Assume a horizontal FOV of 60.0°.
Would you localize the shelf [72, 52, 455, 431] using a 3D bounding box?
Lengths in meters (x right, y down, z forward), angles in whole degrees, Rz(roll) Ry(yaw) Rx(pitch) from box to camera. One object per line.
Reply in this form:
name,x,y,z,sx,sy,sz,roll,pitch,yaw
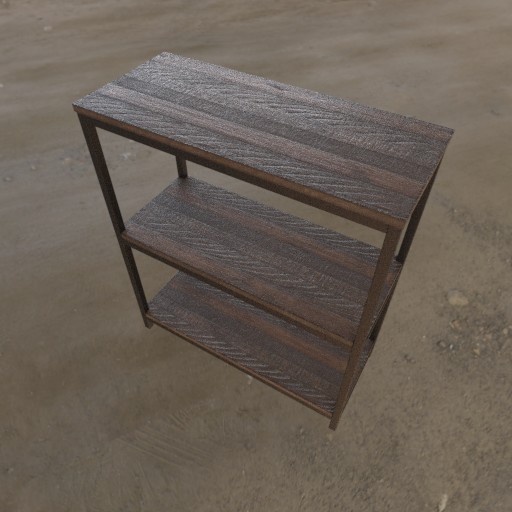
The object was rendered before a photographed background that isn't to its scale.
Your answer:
shelf,0.000,0.000,1.372,0.822,0.947,0.352,23,51,20
